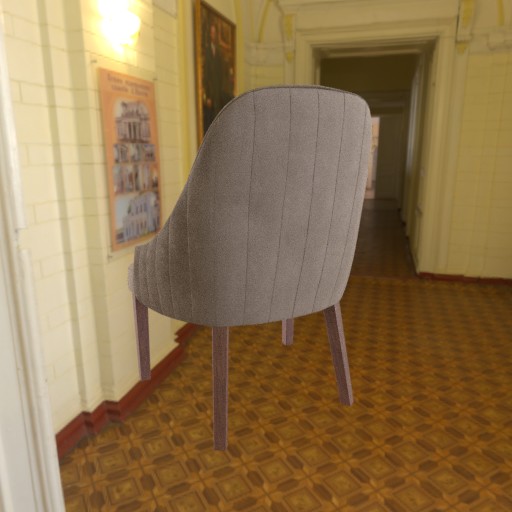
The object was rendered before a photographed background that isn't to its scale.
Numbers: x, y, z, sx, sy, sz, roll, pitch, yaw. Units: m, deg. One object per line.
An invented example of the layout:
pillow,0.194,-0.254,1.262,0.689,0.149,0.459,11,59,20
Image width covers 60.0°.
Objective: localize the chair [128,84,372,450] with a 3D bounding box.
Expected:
chair,0.000,0.000,1.310,0.643,0.889,0.575,-7,15,-28
